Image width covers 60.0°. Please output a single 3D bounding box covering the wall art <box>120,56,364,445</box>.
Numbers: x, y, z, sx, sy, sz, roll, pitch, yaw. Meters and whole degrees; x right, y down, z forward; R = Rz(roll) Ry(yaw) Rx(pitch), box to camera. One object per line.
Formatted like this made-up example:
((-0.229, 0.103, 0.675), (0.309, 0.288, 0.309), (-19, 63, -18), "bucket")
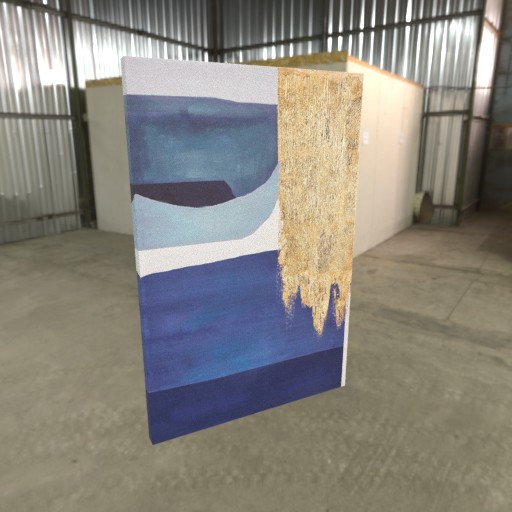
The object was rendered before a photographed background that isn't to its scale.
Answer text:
((0.000, 0.000, 1.151), (0.607, 0.911, 0.039), (-8, 17, -26), "wall art")
